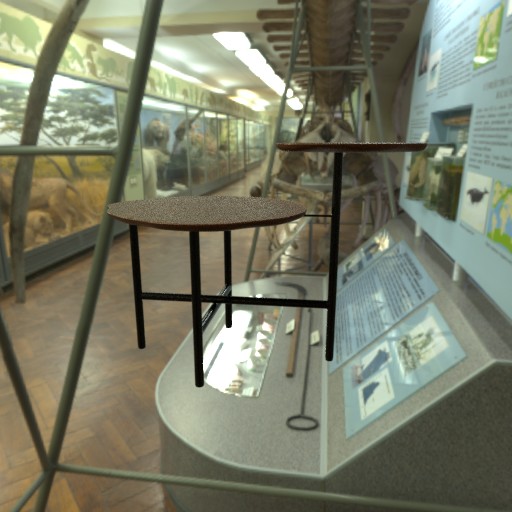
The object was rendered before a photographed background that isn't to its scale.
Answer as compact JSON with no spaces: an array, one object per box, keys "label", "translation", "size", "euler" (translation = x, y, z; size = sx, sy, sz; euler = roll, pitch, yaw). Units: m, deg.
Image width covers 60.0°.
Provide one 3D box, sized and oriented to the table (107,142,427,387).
[{"label":"table","translation":[0.000,0.000,1.090],"size":[0.759,0.538,0.442],"euler":[2,15,9]}]
